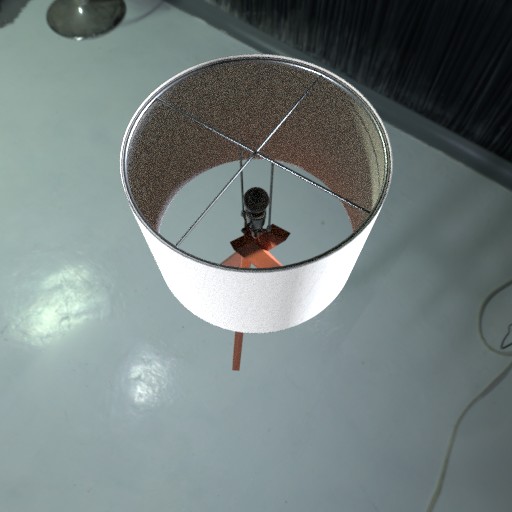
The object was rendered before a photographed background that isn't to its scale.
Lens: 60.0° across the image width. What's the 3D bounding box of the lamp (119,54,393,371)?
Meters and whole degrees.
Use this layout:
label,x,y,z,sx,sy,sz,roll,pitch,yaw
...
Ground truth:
label,x,y,z,sx,sy,sz,roll,pitch,yaw
lamp,0.000,0.000,0.928,0.380,0.686,0.380,31,68,14
